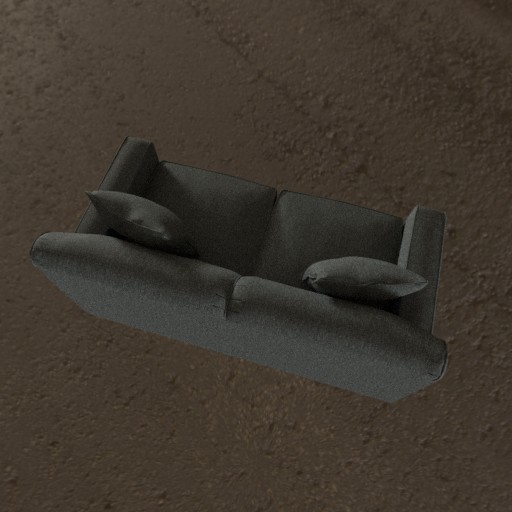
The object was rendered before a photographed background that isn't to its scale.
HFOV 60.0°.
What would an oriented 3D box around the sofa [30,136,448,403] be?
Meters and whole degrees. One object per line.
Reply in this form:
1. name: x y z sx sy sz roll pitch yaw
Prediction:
1. sofa: 0.000 0.000 2.404 1.846 0.958 0.998 15 65 7
